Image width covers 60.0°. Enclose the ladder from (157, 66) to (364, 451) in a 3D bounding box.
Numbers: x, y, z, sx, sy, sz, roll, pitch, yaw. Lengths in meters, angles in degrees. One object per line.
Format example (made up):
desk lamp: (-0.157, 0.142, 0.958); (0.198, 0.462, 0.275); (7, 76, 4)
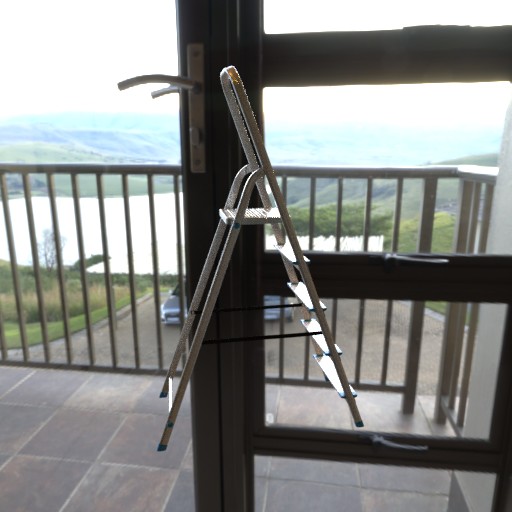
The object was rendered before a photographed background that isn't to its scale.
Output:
ladder: (0.000, 0.000, 2.097); (0.990, 1.648, 0.468); (-3, 14, -10)
